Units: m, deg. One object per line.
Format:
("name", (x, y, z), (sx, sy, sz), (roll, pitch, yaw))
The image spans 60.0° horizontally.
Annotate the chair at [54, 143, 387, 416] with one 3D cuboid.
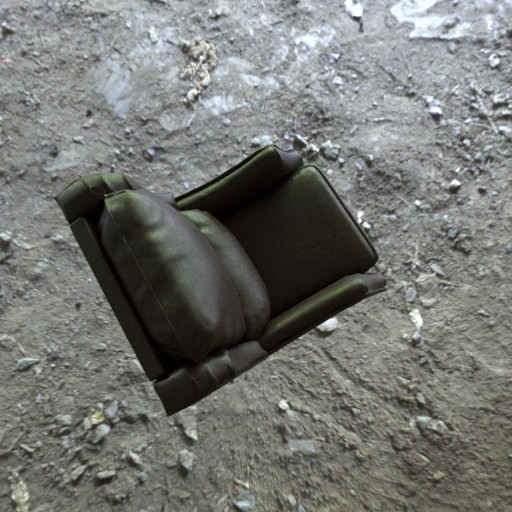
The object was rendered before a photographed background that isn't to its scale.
("chair", (0.000, 0.000, 1.783), (0.982, 1.132, 0.770), (-30, 78, -7))
